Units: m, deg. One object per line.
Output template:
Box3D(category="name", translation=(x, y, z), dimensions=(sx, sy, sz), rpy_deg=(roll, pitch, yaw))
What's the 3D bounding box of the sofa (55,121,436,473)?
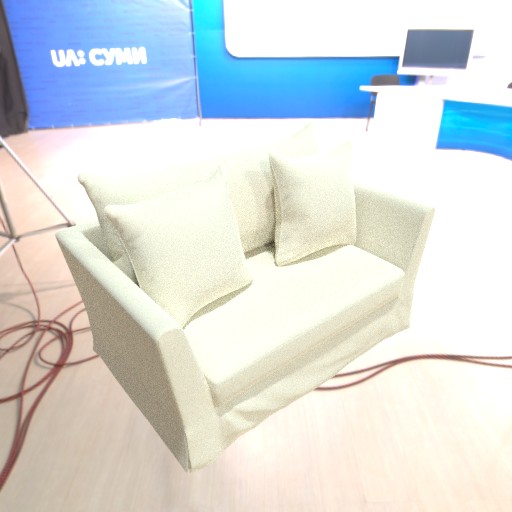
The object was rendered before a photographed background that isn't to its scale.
Box3D(category="sofa", translation=(0.000, 0.000, 2.250), dimensions=(1.608, 1.039, 1.026), rpy_deg=(-22, 36, -34))
